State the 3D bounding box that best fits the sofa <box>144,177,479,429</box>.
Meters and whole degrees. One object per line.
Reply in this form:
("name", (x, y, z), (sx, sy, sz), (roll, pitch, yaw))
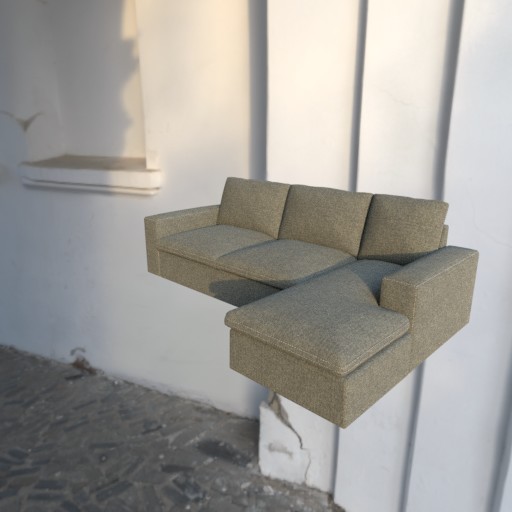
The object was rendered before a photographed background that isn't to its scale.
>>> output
("sofa", (0.000, 0.000, 3.450), (2.718, 0.940, 1.689), (15, 22, 42))
